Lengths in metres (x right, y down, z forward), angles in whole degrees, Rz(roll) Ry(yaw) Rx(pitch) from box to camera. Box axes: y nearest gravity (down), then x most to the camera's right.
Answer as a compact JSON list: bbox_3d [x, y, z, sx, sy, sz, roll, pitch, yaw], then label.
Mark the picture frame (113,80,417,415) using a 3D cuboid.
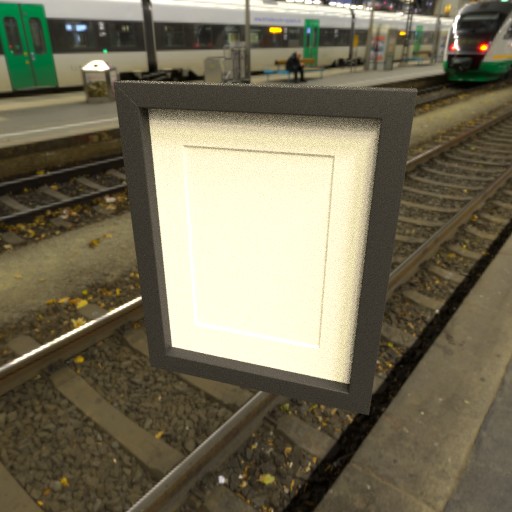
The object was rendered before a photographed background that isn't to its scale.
[{"bbox_3d":[0.000,0.000,0.528,0.307,0.383,0.036,8,27,16],"label":"picture frame"}]
